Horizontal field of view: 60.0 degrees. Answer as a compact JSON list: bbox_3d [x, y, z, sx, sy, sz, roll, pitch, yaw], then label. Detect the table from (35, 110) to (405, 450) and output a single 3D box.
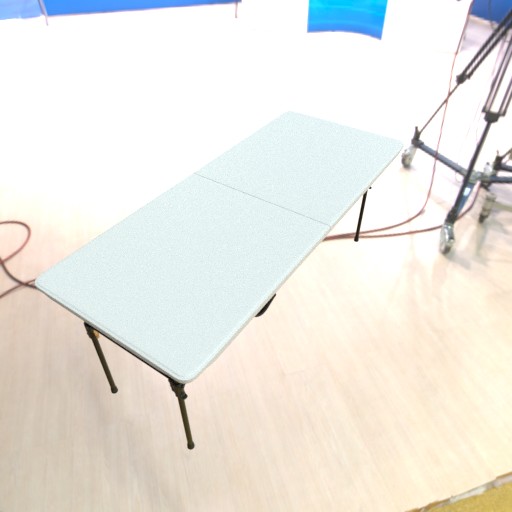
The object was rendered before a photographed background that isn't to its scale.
[{"bbox_3d":[0.000,0.000,2.259,0.761,0.719,1.829,24,47,25],"label":"table"}]
